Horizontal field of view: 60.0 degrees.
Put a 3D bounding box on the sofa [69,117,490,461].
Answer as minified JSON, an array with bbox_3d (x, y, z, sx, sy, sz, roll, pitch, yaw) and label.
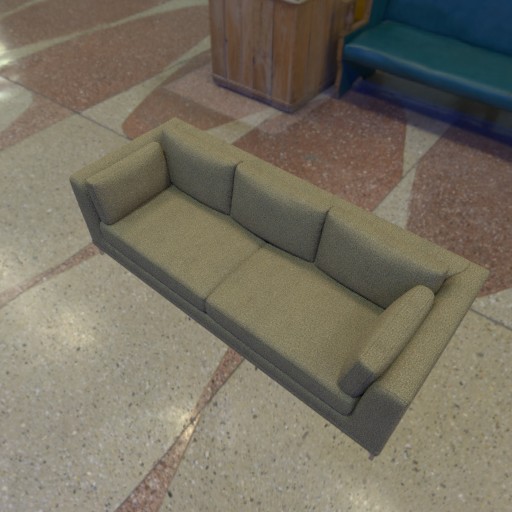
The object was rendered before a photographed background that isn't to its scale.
[{"bbox_3d":[0.000,0.000,2.827,2.415,0.867,0.969,32,55,26],"label":"sofa"}]
